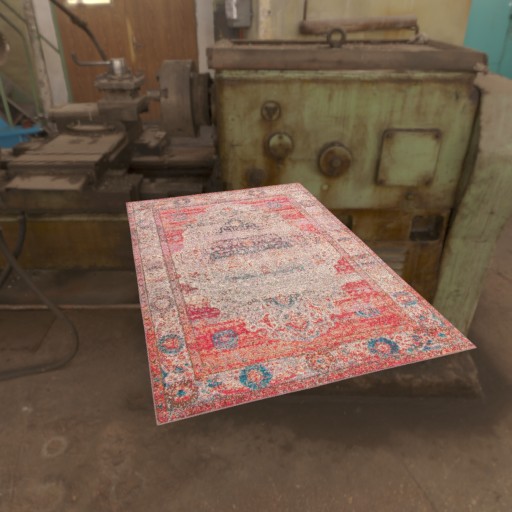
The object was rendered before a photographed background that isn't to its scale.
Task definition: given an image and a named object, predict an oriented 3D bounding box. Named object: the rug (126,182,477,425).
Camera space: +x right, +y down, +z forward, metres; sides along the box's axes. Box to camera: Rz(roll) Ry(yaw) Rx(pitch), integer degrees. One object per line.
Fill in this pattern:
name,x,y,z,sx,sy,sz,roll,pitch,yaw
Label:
rug,0.000,0.000,2.306,1.219,0.006,1.829,-9,32,-15
